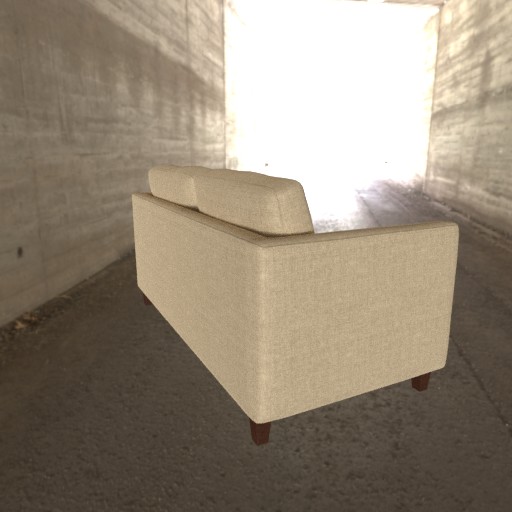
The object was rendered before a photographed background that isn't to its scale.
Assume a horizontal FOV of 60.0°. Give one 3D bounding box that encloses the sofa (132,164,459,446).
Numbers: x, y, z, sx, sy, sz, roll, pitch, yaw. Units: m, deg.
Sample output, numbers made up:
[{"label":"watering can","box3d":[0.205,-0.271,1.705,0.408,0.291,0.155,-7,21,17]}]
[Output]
[{"label":"sofa","box3d":[0.000,0.000,2.431,0.950,0.963,1.884,-7,15,-26]}]
